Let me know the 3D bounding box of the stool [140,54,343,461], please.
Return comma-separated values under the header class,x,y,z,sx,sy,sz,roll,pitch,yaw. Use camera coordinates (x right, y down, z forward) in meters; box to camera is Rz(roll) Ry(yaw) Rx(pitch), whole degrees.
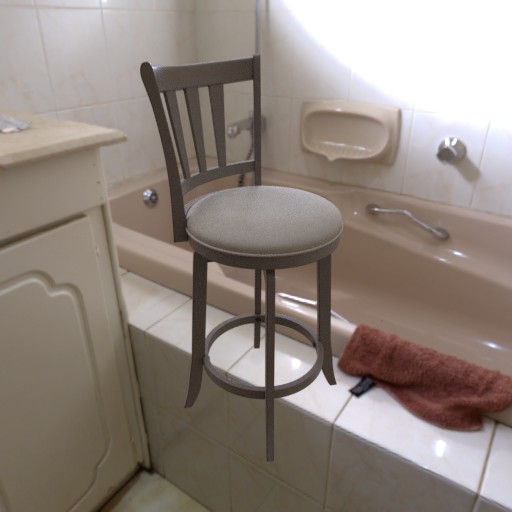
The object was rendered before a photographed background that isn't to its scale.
class,x,y,z,sx,sy,sz,roll,pitch,yaw
stool,0.000,0.000,1.261,0.475,1.023,0.436,19,33,32
